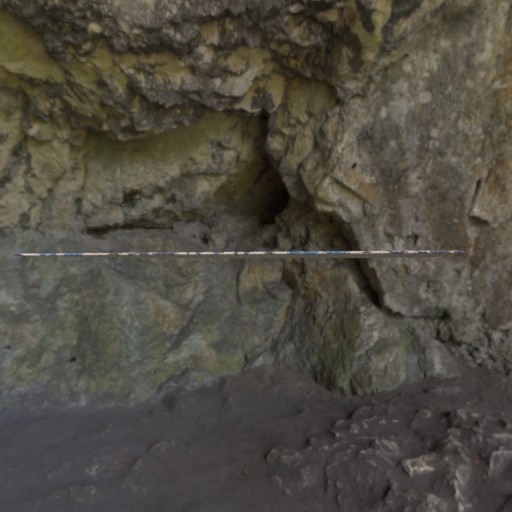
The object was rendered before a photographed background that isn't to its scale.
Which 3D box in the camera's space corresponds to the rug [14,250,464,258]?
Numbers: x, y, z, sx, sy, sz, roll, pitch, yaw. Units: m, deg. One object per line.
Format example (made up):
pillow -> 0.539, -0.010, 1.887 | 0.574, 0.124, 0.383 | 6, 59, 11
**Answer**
rug -> 0.000, 0.000, 2.888 | 2.261, 0.013, 1.676 | 0, -1, 17
